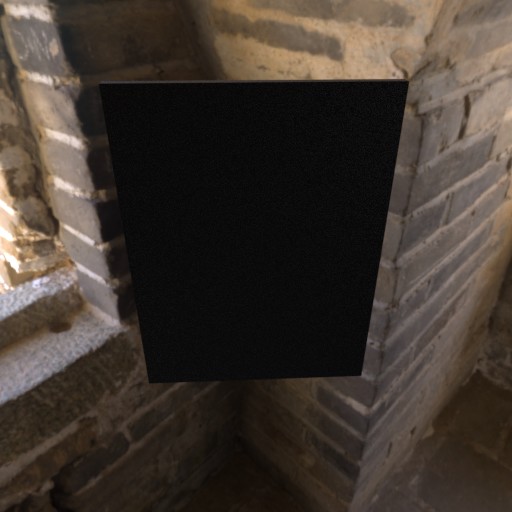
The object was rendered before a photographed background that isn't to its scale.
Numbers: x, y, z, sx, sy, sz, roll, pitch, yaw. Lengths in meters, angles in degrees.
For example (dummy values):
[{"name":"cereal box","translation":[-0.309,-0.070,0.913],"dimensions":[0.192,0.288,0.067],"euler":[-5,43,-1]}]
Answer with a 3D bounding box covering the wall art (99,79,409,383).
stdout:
[{"name":"wall art","translation":[0.000,0.000,1.431],"dimensions":[0.806,1.062,0.038],"euler":[-1,30,-2]}]
